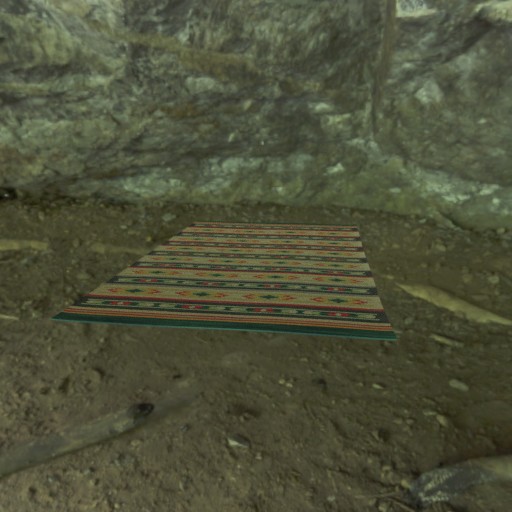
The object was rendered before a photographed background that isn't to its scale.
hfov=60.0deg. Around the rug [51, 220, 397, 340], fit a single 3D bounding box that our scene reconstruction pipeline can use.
[{"bbox_3d":[0.000,0.000,3.063,1.520,0.011,2.447,2,15,8],"label":"rug"}]
